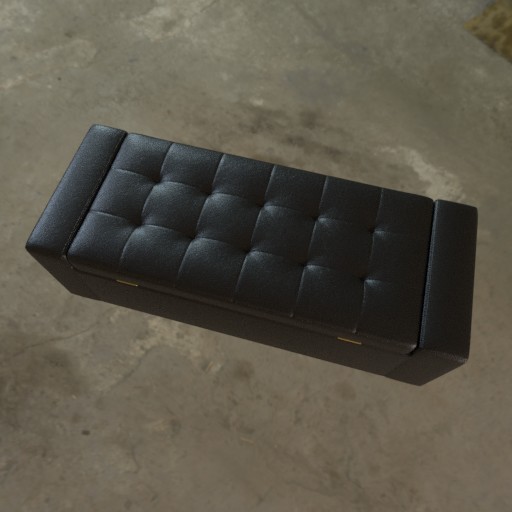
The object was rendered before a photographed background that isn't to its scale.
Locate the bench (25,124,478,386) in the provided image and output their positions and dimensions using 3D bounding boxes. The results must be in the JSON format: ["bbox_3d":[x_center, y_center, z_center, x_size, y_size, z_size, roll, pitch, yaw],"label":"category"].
[{"bbox_3d":[0.000,0.000,1.521,1.296,0.445,0.508,14,65,6],"label":"bench"}]
